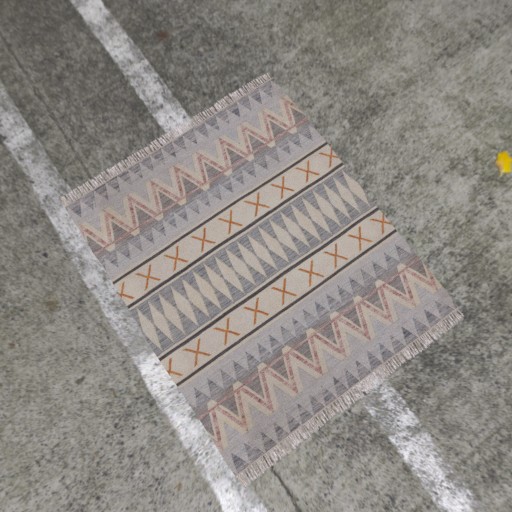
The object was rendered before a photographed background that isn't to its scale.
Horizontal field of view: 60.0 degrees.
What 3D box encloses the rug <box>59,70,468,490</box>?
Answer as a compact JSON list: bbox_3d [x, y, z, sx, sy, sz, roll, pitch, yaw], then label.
[{"bbox_3d":[0.000,0.000,3.939,2.371,0.012,3.000,-34,79,-8],"label":"rug"}]
